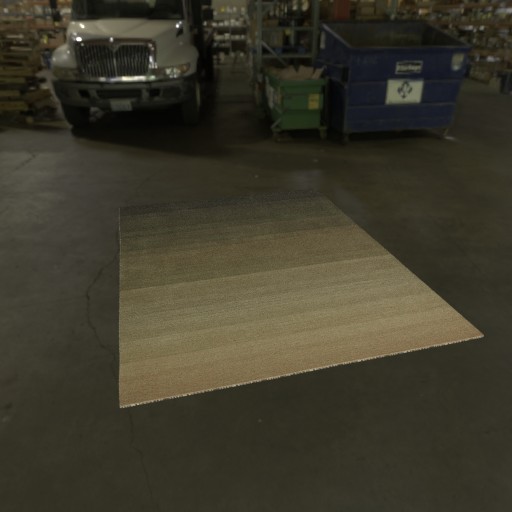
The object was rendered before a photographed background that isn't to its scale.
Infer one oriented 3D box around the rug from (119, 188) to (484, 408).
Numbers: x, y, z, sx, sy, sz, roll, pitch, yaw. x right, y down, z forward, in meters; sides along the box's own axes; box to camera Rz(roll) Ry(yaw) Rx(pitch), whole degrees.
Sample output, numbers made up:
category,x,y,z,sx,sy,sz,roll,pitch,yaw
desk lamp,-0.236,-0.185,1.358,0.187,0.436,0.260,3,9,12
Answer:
category,x,y,z,sx,sy,sz,roll,pitch,yaw
rug,0.000,0.000,3.883,2.315,0.015,2.932,-7,29,-13
